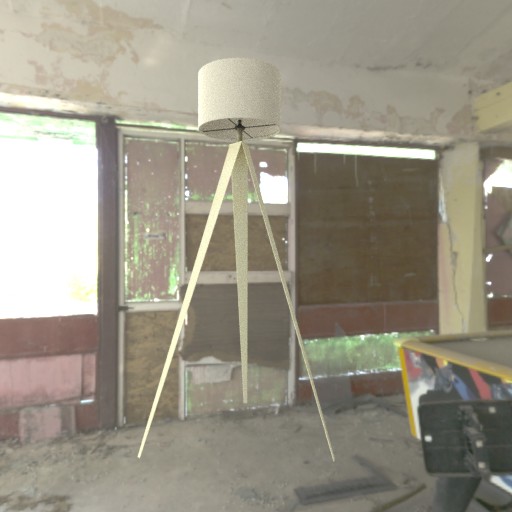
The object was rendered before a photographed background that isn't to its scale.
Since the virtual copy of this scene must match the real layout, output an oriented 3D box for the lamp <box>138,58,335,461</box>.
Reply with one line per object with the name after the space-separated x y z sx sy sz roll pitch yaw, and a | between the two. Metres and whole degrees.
0.000 0.000 1.908 0.716 1.524 0.724 0 0 18 | lamp
